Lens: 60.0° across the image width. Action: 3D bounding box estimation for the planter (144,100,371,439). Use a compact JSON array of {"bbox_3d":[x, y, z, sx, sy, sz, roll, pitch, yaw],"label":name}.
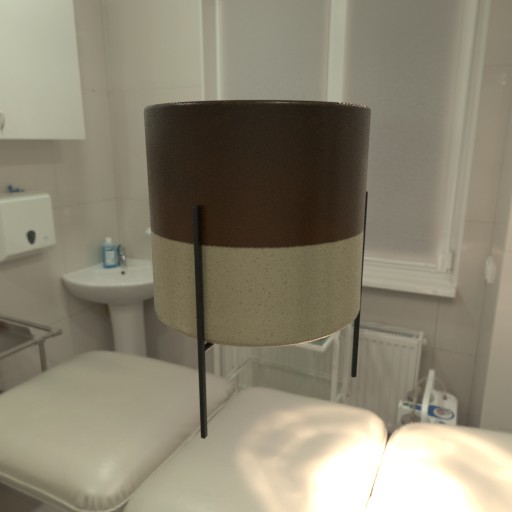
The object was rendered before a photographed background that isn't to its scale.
[{"bbox_3d":[0.000,0.000,0.738,0.345,0.465,0.354,7,16,25],"label":"planter"}]
